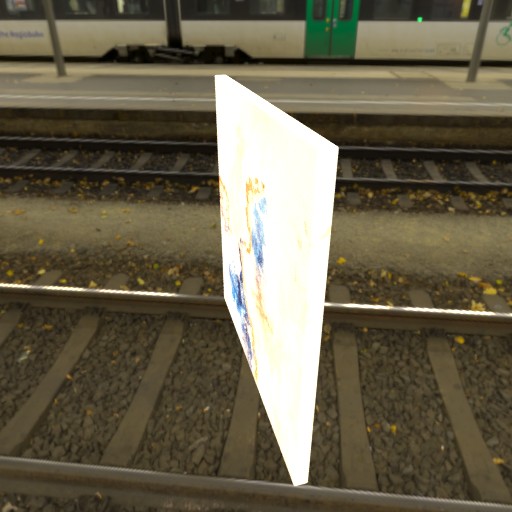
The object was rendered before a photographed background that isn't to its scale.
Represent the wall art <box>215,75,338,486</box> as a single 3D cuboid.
[{"bbox_3d":[0.000,0.000,1.312,0.038,0.889,0.889,-8,30,-13],"label":"wall art"}]
